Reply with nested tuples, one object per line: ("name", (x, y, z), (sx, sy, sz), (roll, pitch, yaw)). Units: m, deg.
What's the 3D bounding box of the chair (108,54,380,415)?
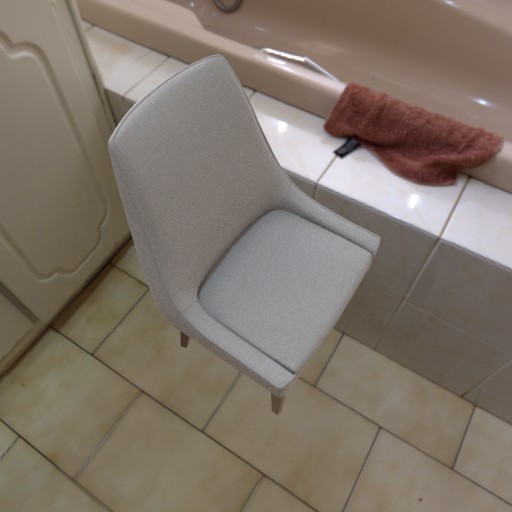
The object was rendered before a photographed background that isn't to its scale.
("chair", (0.000, 0.000, 1.212), (0.544, 0.861, 0.529), (30, 62, 18))
